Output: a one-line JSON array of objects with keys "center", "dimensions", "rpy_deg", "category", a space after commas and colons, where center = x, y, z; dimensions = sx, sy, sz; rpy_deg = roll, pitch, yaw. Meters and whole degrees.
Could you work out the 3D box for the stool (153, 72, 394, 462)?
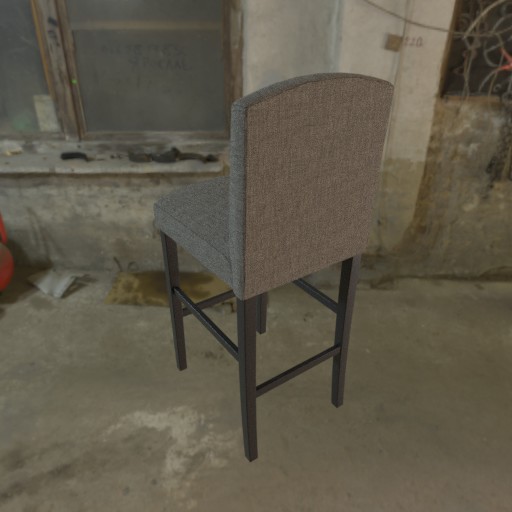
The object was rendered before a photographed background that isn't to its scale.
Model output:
[{"center": [0.000, 0.000, 1.412], "dimensions": [0.451, 1.138, 0.552], "rpy_deg": [-19, 35, -30], "category": "stool"}]
